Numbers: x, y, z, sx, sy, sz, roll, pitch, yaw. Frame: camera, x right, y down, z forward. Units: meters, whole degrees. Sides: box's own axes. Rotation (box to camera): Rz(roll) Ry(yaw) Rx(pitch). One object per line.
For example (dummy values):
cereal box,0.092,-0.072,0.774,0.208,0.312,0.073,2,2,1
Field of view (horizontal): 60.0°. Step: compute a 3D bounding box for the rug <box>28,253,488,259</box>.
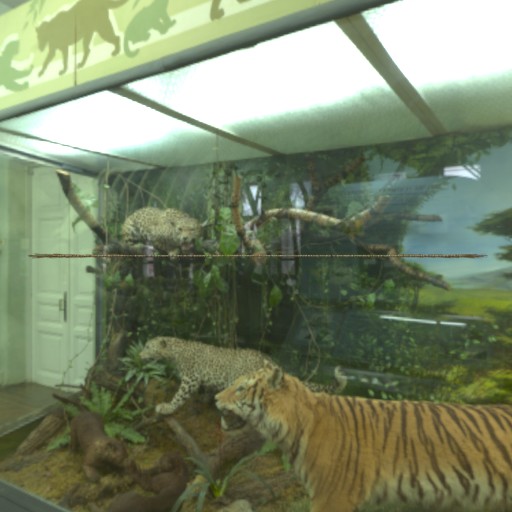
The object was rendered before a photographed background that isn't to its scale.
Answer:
rug,0.000,0.000,2.577,2.085,0.027,1.224,0,0,1
